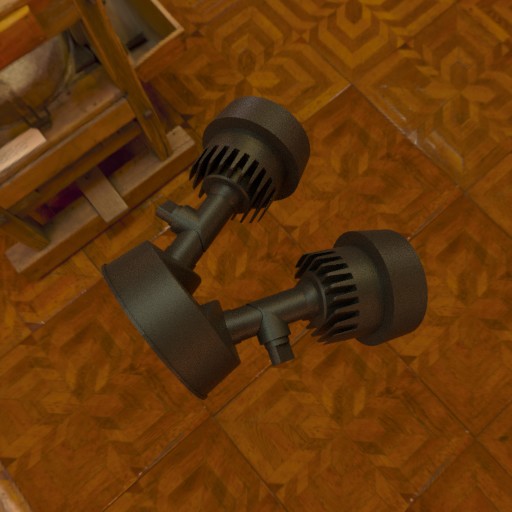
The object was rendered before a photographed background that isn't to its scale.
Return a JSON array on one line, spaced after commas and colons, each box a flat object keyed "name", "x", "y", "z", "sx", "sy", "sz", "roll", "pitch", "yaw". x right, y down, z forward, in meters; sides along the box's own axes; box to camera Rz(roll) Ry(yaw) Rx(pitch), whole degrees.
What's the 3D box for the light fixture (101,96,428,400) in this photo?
[{"name": "light fixture", "x": 0.000, "y": 0.000, "z": 0.307, "sx": 0.168, "sy": 0.120, "sz": 0.213, "roll": -37, "pitch": 79, "yaw": -9}]
